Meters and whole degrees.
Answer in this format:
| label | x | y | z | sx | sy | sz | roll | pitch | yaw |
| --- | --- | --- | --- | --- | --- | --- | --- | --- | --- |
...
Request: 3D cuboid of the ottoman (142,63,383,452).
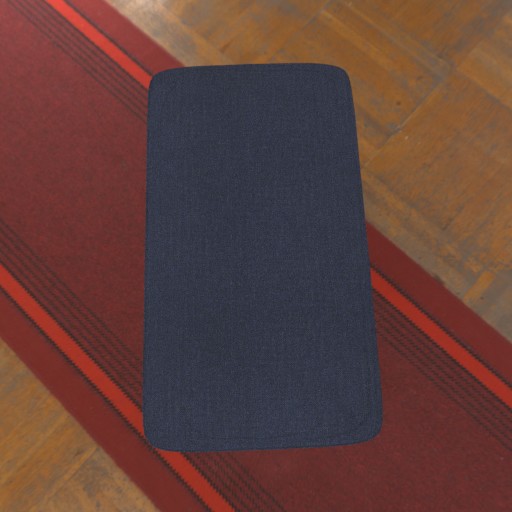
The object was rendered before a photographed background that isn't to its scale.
| label | x | y | z | sx | sy | sz | roll | pitch | yaw |
| --- | --- | --- | --- | --- | --- | --- | --- | --- | --- |
| ottoman | 0.000 | 0.000 | 1.174 | 0.505 | 0.453 | 0.895 | -2 | 77 | 0 |
